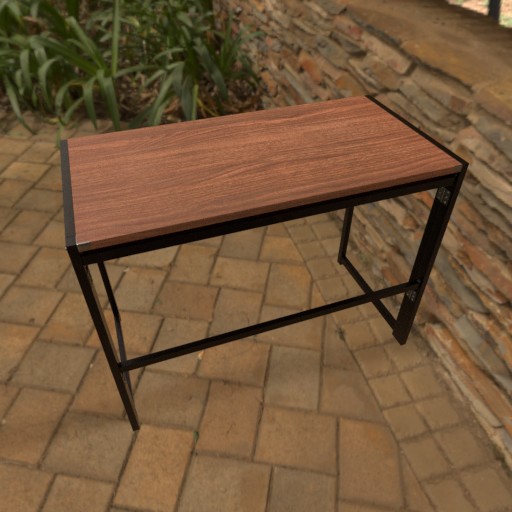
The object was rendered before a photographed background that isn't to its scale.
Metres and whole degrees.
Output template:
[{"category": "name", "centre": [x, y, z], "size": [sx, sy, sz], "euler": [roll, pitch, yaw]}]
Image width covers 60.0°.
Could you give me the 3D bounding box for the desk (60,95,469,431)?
[{"category": "desk", "centre": [0.000, 0.000, 1.466], "size": [1.016, 0.762, 0.508], "euler": [-13, 43, -15]}]
